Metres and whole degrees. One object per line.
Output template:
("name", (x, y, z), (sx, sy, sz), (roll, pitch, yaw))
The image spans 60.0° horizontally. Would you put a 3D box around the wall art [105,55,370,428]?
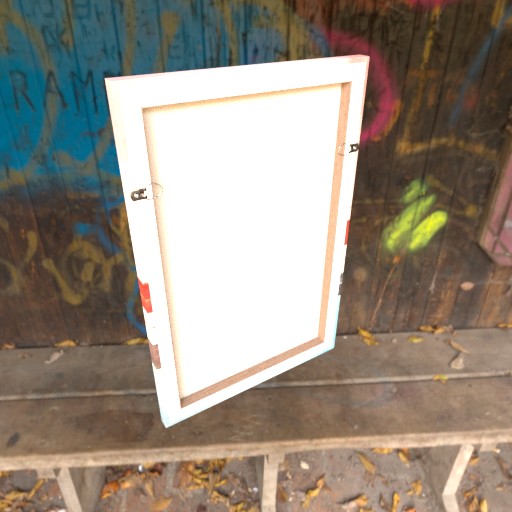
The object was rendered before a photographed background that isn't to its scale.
("wall art", (0.000, 0.000, 1.148), (0.610, 0.914, 0.038), (-18, 36, -27))
